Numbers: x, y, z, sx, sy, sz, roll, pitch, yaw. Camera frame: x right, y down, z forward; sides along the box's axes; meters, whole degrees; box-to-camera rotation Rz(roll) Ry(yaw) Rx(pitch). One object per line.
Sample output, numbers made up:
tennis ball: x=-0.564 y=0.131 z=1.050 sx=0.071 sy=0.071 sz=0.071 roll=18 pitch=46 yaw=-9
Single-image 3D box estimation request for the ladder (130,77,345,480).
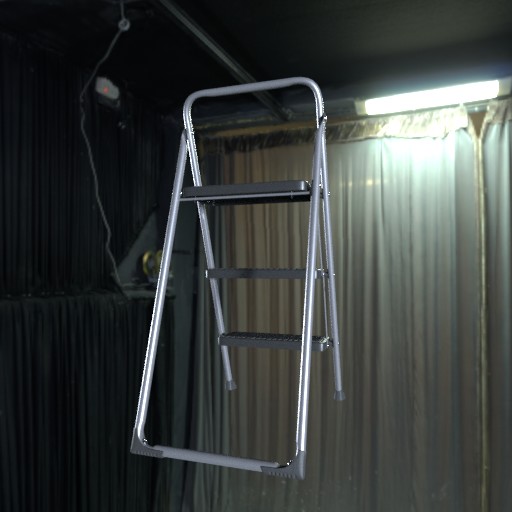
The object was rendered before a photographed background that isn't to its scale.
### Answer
ladder: x=0.000 y=0.000 z=1.282 sx=0.430 sy=0.945 sz=0.629 roll=0 pitch=-1 yaw=19
